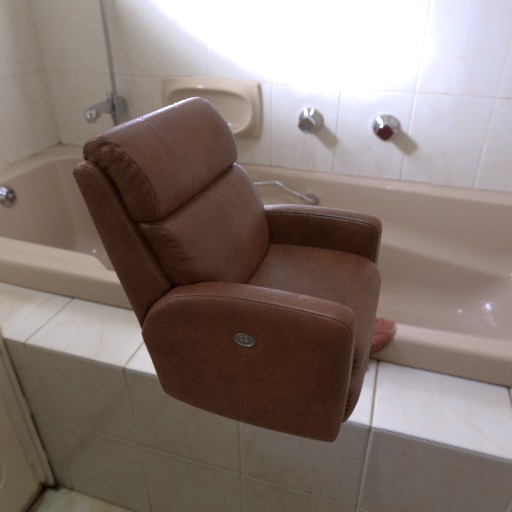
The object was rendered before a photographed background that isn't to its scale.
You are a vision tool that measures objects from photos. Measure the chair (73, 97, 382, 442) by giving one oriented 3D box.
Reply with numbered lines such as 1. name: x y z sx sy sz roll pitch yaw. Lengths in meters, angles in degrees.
1. chair: 0.000 0.000 1.686 0.939 1.016 0.787 10 31 17
